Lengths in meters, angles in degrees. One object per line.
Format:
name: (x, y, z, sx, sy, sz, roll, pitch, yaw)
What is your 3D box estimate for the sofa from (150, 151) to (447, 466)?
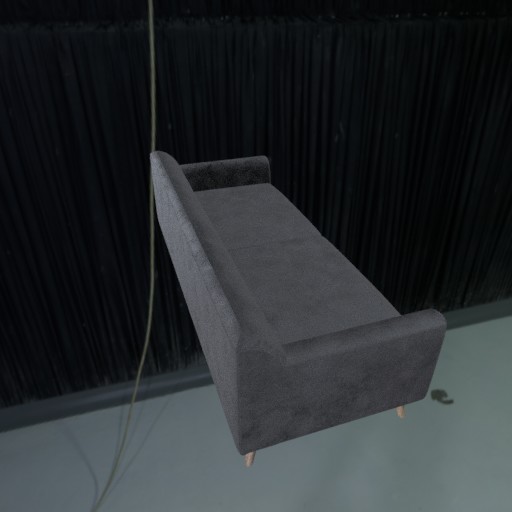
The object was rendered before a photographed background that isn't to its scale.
sofa: (0.000, 0.000, 2.638, 0.900, 0.740, 2.190, -10, 32, -16)
